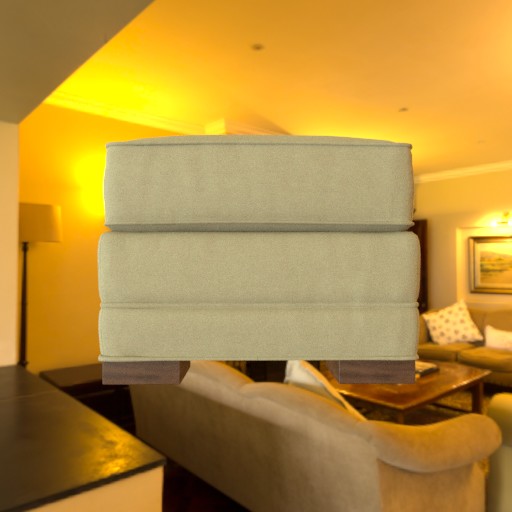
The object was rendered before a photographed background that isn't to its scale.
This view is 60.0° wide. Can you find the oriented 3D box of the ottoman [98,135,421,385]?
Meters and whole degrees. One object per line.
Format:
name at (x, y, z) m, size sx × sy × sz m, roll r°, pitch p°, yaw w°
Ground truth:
ottoman at (0.000, 0.000, 1.209) m, size 0.611 × 0.482 × 0.848 m, roll 0°, pitch -1°, yaw -1°
